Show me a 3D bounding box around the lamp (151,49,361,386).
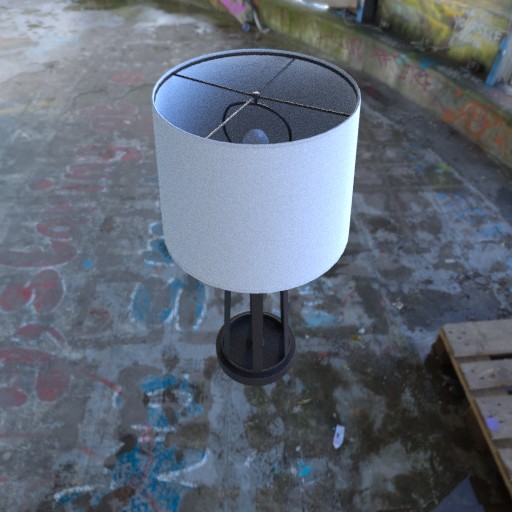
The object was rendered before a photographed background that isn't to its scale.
[{"bbox_3d":[0.000,0.000,0.654,0.251,0.509,0.251,0,46,0],"label":"lamp"}]
